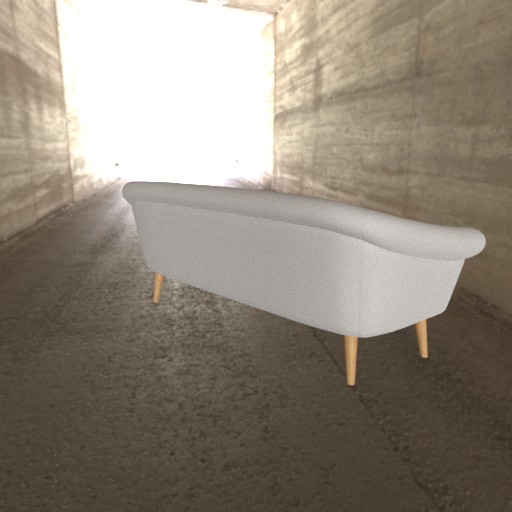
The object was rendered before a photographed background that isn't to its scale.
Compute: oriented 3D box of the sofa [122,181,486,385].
[{"bbox_3d":[0.000,0.000,2.506,2.160,0.795,0.827,13,19,43],"label":"sofa"}]
